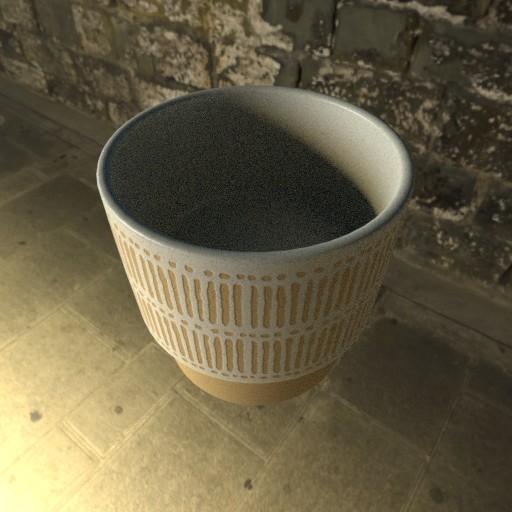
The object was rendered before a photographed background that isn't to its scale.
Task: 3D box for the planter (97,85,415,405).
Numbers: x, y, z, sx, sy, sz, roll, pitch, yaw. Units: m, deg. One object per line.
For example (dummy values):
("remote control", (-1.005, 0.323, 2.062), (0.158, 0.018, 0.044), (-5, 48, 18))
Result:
("planter", (0.000, 0.000, 0.558), (0.317, 0.303, 0.317), (0, 45, 0))
